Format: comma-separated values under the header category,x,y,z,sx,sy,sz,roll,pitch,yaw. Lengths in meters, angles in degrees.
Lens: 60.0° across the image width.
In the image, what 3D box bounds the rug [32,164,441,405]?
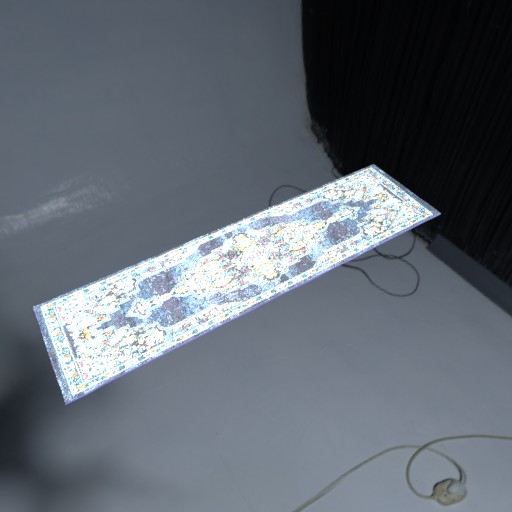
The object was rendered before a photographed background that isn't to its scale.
category,x,y,z,sx,sy,sz,roll,pitch,yaw
rug,0.000,0.000,2.458,2.283,0.016,0.602,-25,52,-21
